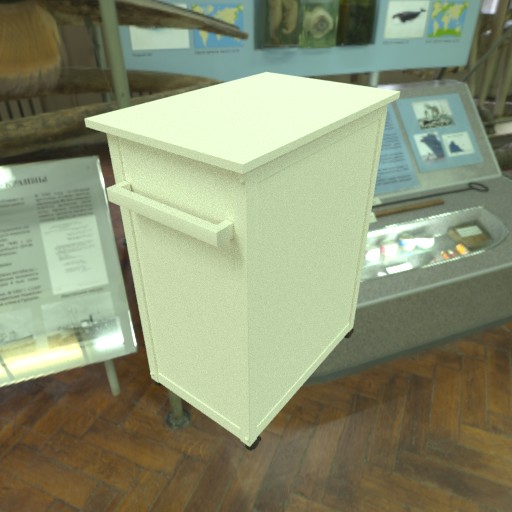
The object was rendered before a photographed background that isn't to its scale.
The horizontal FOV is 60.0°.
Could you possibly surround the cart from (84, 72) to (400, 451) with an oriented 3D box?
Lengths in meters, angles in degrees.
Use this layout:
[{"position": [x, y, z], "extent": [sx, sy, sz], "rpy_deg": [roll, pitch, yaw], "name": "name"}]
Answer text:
[{"position": [0.000, 0.000, 1.296], "extent": [0.442, 0.864, 0.683], "rpy_deg": [23, 39, 31], "name": "cart"}]
